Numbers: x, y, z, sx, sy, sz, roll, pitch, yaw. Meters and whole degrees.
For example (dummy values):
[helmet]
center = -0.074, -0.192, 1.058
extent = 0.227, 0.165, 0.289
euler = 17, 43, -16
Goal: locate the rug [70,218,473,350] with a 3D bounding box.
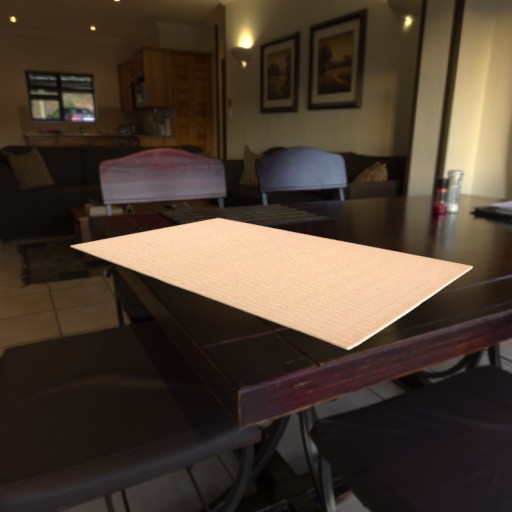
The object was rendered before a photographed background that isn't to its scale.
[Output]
[rug]
center = 0.000, 0.000, 3.111
extent = 2.441, 0.014, 1.531
euler = 14, 21, 41
